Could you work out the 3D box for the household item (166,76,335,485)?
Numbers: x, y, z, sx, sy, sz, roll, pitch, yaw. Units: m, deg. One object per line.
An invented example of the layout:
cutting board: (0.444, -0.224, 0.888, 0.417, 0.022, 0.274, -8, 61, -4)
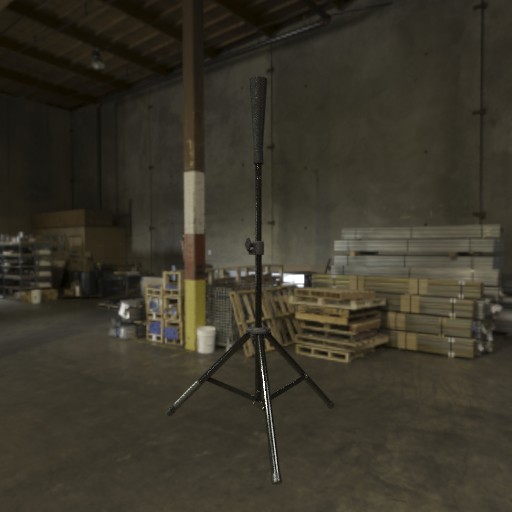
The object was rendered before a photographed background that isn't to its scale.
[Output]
household item: (0.000, 0.000, 1.403, 0.559, 1.067, 0.559, 1, 1, 38)
